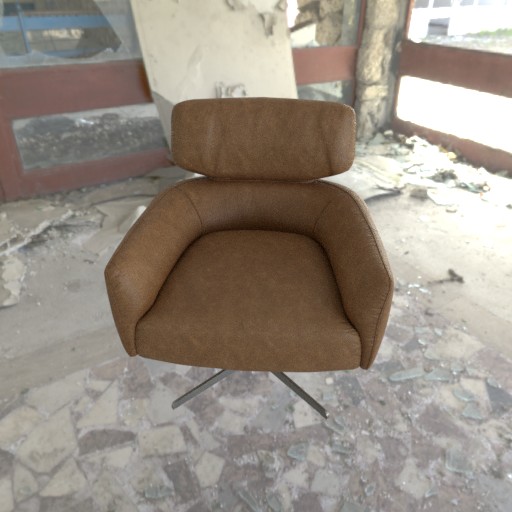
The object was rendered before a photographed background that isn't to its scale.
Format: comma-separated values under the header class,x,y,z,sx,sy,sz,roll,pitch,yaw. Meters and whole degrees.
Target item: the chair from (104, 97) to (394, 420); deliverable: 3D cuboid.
class,x,y,z,sx,sy,sz,roll,pitch,yaw
chair,0.000,0.000,1.365,0.706,0.812,0.715,2,32,4
